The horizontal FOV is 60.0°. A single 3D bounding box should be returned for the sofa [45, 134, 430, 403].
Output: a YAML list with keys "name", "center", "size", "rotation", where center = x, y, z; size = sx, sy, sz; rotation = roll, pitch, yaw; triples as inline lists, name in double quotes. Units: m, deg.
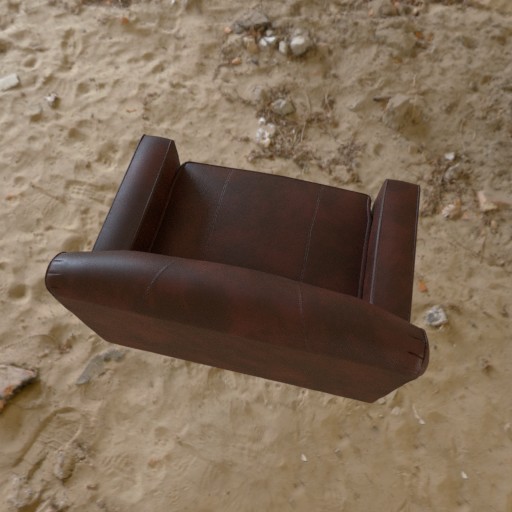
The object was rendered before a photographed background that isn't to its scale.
- name: "sofa"
  center: [0.000, 0.000, 2.088]
  size: [1.413, 0.956, 1.000]
  rotation: [12, 65, 6]
